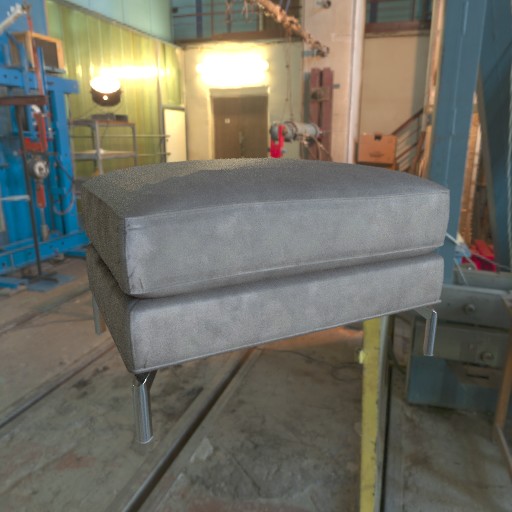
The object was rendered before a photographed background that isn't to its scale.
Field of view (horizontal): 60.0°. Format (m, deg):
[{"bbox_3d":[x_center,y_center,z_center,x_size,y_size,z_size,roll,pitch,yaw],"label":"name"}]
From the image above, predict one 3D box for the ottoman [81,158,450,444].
[{"bbox_3d":[0.000,0.000,1.063,0.719,0.456,0.520,-8,17,-26],"label":"ottoman"}]
